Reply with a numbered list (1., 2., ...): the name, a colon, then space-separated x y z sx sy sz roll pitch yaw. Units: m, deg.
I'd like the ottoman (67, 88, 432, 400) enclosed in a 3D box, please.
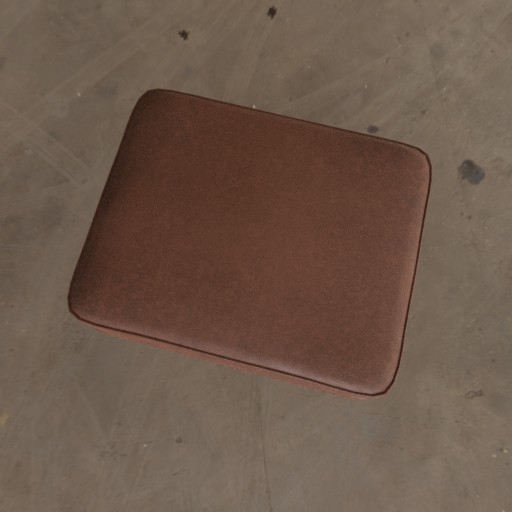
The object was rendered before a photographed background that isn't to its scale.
1. ottoman: 0.000 0.000 1.161 0.738 0.537 0.589 14 77 3
